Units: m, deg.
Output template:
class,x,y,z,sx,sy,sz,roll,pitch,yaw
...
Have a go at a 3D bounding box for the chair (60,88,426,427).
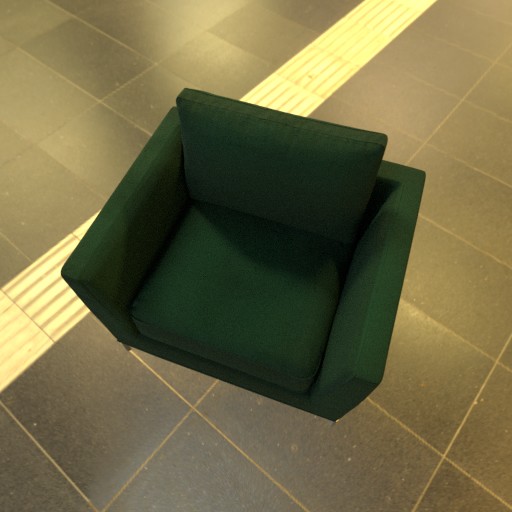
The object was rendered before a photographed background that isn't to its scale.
class,x,y,z,sx,sy,sz,roll,pitch,yaw
chair,0.000,0.000,1.730,1.047,0.997,0.852,17,60,10
